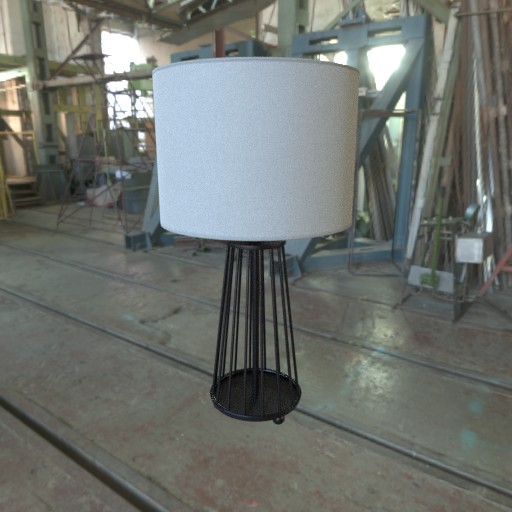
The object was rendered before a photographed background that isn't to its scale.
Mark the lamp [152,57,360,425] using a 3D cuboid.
[{"bbox_3d":[0.000,0.000,0.778,0.322,0.593,0.322,-2,15,-8],"label":"lamp"}]
